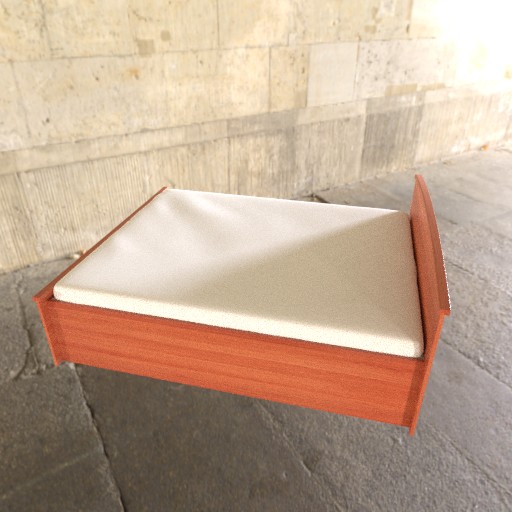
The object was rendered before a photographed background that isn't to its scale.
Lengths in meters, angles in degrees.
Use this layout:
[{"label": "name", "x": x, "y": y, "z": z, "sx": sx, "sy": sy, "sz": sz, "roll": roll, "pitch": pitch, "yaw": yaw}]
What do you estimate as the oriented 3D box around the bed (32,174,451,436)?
[{"label": "bed", "x": 0.000, "y": 0.000, "z": 2.901, "sx": 2.053, "sy": 0.848, "sz": 1.683, "roll": 7, "pitch": 31, "yaw": 12}]
